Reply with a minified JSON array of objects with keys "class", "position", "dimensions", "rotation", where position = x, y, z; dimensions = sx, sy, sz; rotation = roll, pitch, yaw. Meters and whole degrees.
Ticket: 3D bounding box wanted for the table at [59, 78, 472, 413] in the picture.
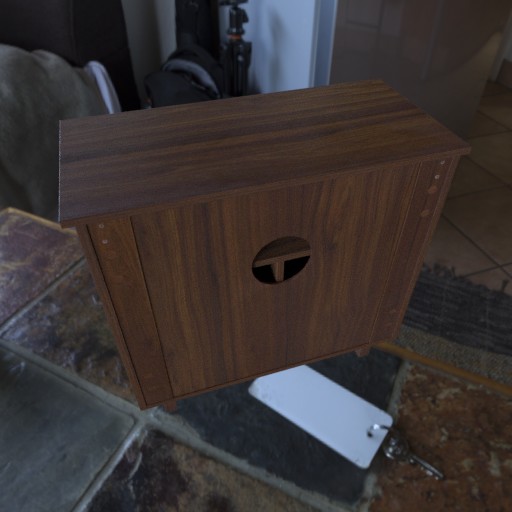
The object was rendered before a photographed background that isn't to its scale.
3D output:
[{"class":"table","position":[0.000,0.000,1.197],"dimensions":[0.802,0.725,0.390],"rotation":[-12,44,-13]}]
